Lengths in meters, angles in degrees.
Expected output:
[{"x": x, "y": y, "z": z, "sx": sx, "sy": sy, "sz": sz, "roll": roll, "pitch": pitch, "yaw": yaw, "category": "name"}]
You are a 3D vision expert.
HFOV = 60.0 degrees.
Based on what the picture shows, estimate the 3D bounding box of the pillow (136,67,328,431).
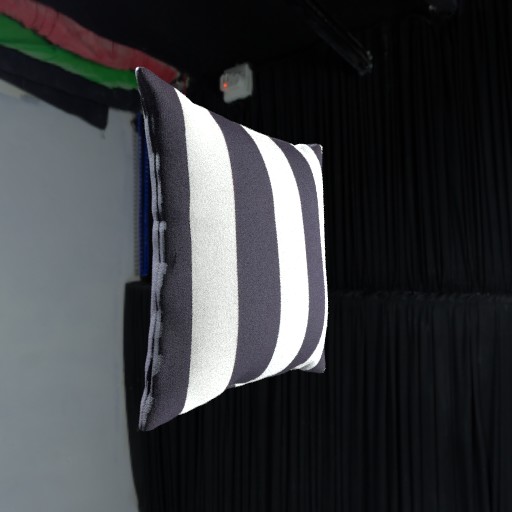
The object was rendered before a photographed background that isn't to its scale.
[{"x": 0.000, "y": 0.000, "z": 0.825, "sx": 0.189, "sy": 0.526, "sz": 0.536, "roll": -1, "pitch": -2, "yaw": 36, "category": "pillow"}]
